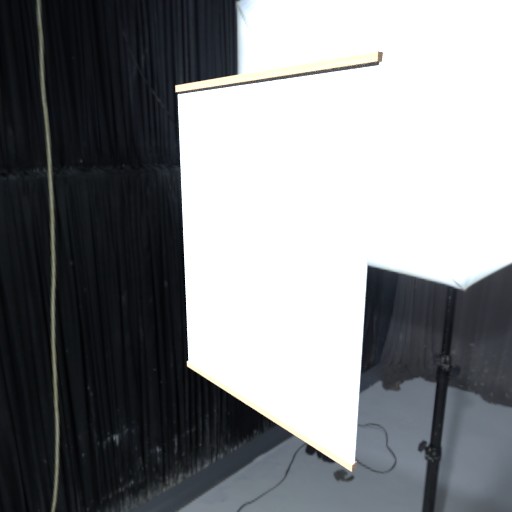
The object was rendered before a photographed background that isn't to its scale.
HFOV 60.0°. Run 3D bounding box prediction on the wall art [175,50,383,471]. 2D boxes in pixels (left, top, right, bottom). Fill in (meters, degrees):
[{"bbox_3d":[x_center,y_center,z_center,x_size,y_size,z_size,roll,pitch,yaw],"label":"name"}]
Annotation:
[{"bbox_3d":[0.000,0.000,0.787,0.012,0.608,0.459,-13,19,-41],"label":"wall art"}]
